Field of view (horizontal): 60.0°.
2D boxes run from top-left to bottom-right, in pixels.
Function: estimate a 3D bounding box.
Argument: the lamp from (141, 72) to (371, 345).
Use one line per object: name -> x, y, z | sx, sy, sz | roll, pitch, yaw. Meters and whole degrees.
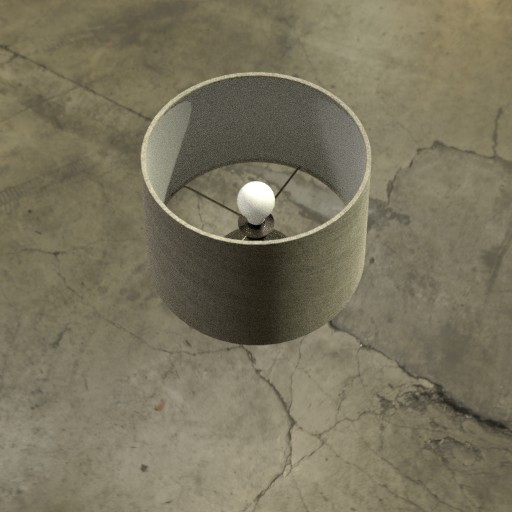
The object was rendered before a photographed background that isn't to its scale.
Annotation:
lamp -> 0.000, 0.000, 0.845 | 0.390, 0.580, 0.390 | 0, 60, 0
